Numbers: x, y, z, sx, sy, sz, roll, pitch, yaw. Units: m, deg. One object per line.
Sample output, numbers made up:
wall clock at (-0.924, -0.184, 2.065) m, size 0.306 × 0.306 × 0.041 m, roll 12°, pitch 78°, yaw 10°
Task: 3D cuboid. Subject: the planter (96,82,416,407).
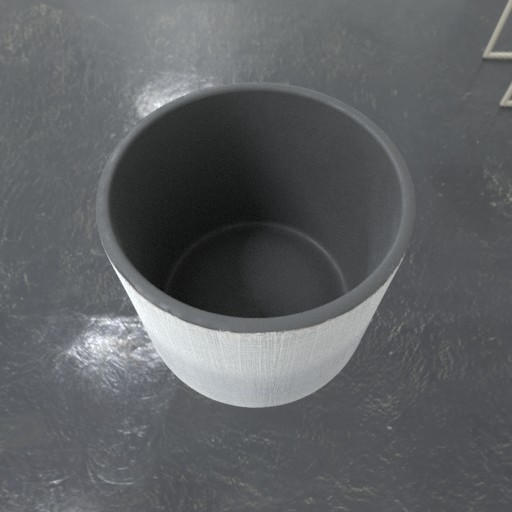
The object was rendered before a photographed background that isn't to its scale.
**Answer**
planter at (0.000, 0.000, 0.442) m, size 0.254 × 0.221 × 0.254 m, roll 0°, pitch 59°, yaw 0°
